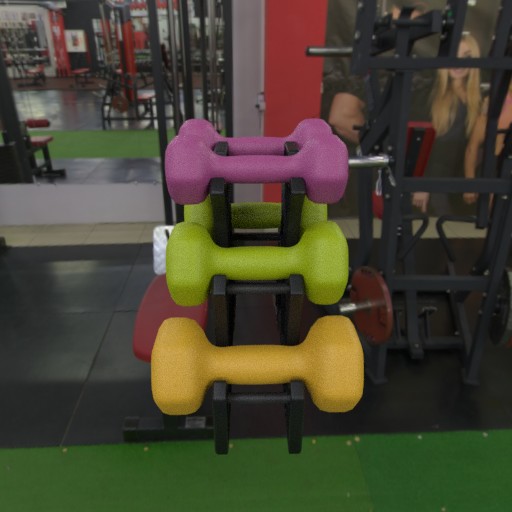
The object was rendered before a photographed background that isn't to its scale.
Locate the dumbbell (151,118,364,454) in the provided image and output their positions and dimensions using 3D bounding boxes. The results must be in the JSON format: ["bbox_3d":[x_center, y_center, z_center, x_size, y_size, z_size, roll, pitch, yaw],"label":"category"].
[{"bbox_3d":[0.000,0.000,0.479,0.190,0.271,0.300,0,27,-1],"label":"dumbbell"}]
